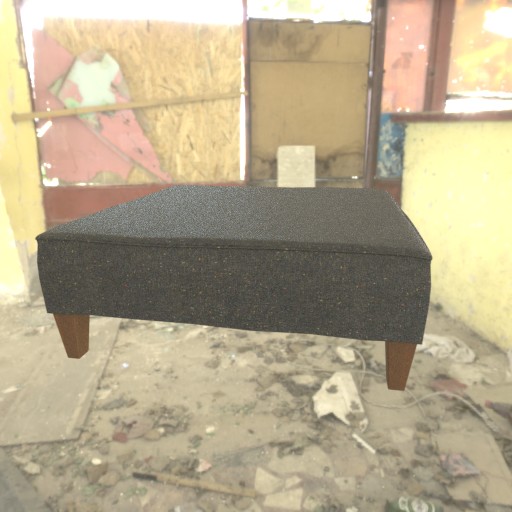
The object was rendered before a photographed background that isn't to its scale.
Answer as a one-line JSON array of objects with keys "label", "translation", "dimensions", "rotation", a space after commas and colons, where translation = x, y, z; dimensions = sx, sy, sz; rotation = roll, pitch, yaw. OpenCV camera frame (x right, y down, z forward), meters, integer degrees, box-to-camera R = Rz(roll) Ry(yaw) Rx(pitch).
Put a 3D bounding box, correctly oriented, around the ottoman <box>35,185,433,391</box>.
[{"label": "ottoman", "translation": [0.000, 0.000, 1.547], "dimensions": [0.968, 0.382, 1.004], "rotation": [3, 17, 10]}]
